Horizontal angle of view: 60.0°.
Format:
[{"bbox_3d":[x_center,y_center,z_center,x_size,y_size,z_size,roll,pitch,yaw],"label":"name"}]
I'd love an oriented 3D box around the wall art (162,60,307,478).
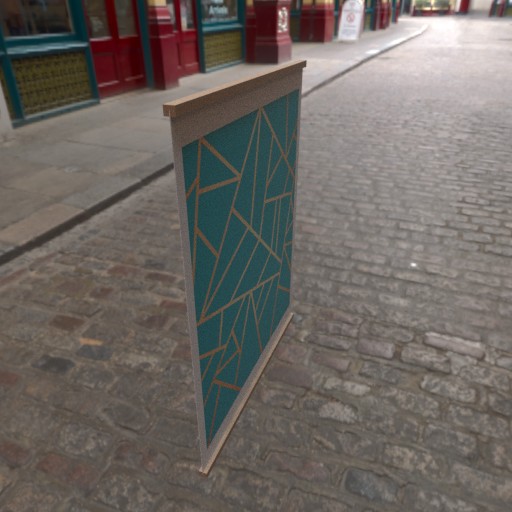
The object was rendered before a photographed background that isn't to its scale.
[{"bbox_3d":[0.000,0.000,0.669,0.012,0.508,0.405,11,31,19],"label":"wall art"}]
